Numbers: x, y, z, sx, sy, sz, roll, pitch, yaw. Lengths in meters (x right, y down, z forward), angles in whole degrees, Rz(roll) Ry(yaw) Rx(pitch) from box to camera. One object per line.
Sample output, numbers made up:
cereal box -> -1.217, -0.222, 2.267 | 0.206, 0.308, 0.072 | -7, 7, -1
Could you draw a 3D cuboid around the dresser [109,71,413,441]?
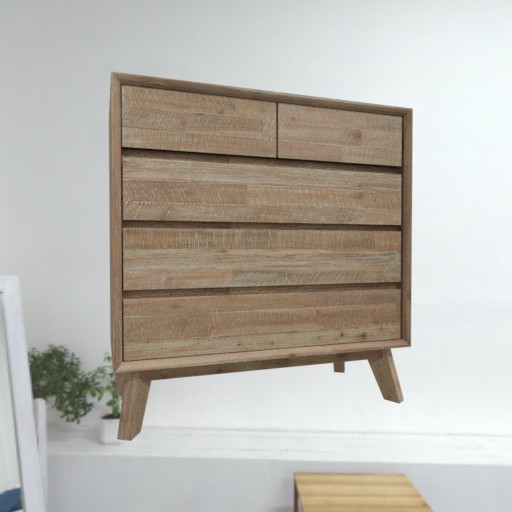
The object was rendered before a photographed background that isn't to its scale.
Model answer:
dresser -> 0.000, 0.000, 1.604 | 0.998, 1.029, 0.455 | 0, 1, -19
